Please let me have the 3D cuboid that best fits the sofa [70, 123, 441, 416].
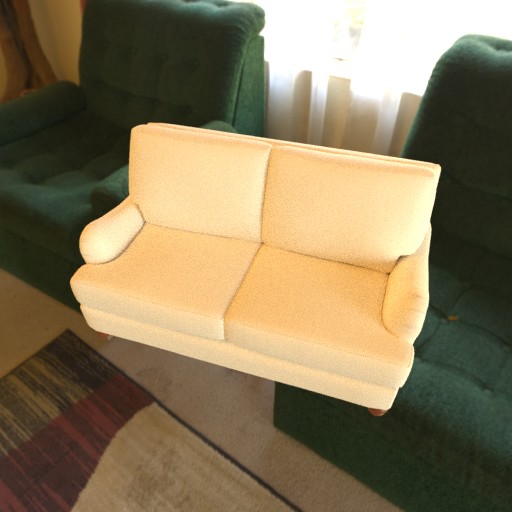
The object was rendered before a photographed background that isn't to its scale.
[{"bbox_3d":[0.000,0.000,2.544,1.853,1.101,1.084,12,42,14],"label":"sofa"}]
